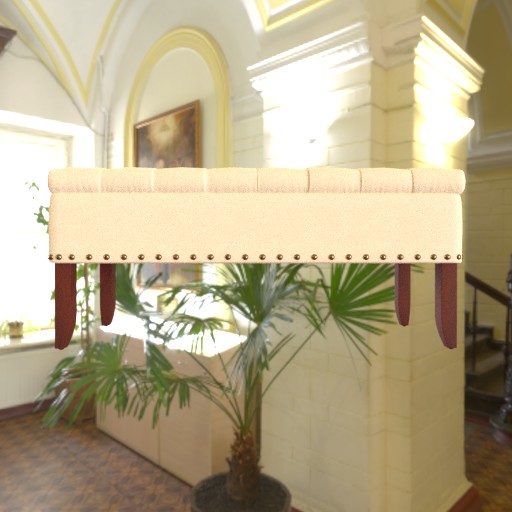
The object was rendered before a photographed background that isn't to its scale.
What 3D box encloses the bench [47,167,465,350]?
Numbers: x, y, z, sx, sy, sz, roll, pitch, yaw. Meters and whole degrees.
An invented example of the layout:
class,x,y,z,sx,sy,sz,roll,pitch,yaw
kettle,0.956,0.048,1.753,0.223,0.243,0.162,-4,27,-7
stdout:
class,x,y,z,sx,sy,sz,roll,pitch,yaw
bench,0.000,0.000,1.290,1.054,0.470,0.400,0,0,0
